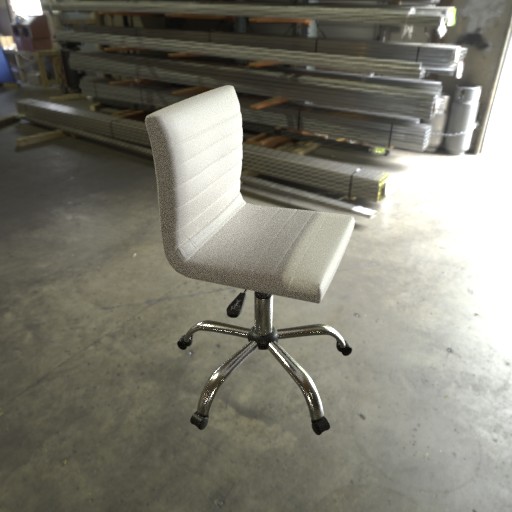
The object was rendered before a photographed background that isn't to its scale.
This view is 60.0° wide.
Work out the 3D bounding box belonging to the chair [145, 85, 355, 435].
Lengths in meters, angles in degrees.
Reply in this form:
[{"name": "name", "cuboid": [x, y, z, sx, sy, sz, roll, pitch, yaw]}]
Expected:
[{"name": "chair", "cuboid": [0.000, 0.000, 1.160, 0.530, 0.780, 0.556, 11, 32, 18]}]
